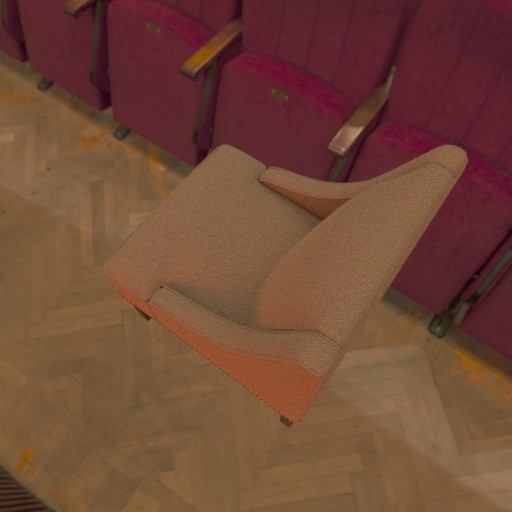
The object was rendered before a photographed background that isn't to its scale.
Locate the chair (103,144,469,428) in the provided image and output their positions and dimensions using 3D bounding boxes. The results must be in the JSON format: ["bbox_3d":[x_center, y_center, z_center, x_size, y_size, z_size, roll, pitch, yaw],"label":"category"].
[{"bbox_3d":[0.000,0.000,1.350,0.748,0.872,0.628,33,67,16],"label":"chair"}]
